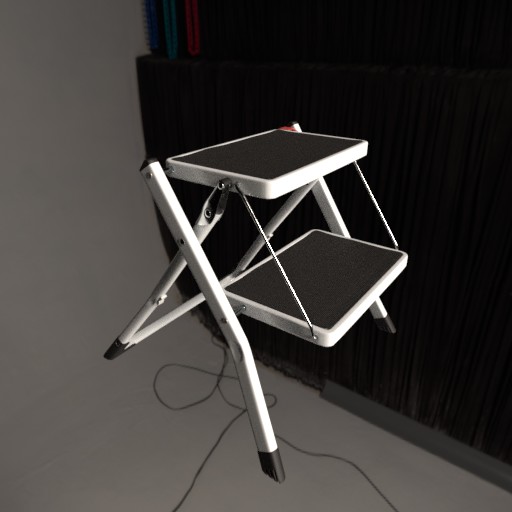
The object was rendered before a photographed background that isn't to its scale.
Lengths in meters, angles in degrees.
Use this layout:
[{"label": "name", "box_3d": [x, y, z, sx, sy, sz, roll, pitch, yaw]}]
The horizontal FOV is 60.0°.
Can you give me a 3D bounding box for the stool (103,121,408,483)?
[{"label": "stool", "box_3d": [0.000, 0.000, 0.859, 0.490, 0.445, 0.485, 18, 31, 32]}]
